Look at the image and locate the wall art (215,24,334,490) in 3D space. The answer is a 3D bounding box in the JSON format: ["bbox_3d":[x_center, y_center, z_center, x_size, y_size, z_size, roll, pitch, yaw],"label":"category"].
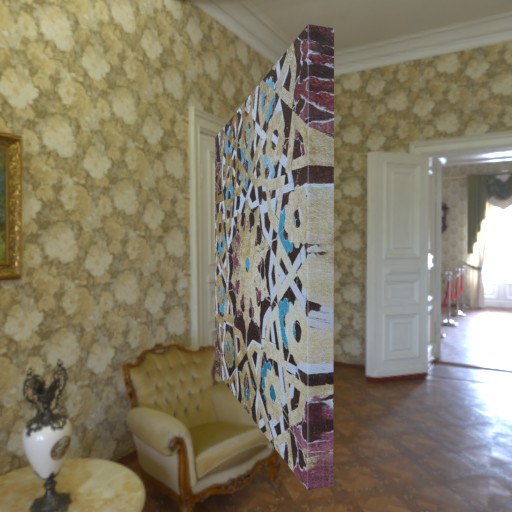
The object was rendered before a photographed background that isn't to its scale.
[{"bbox_3d":[0.000,0.000,0.880,0.041,0.613,0.609,0,1,-17],"label":"wall art"}]
